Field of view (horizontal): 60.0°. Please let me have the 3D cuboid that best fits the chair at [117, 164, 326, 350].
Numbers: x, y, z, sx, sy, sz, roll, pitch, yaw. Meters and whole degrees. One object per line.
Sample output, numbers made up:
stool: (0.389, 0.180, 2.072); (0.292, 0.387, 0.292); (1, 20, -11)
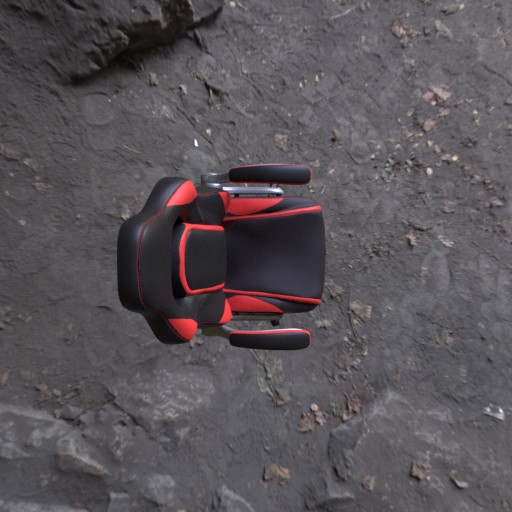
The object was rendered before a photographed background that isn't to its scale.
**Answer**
chair: (0.000, 0.000, 1.664); (0.712, 1.165, 0.758); (0, 92, -1)
